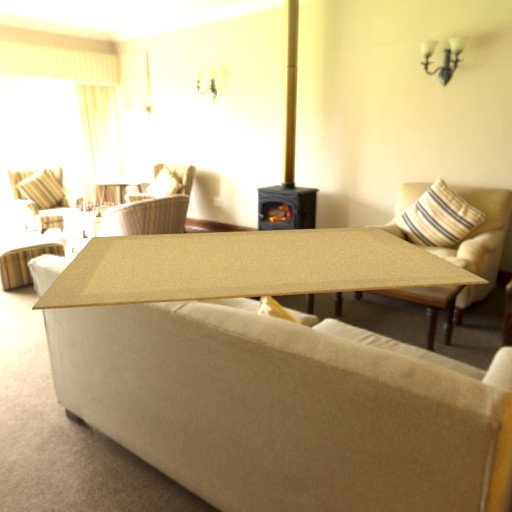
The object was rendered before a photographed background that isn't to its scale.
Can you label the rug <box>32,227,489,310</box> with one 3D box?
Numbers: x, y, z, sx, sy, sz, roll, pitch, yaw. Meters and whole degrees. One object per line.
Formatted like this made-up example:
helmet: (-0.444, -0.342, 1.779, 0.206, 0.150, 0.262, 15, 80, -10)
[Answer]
rug: (0.000, 0.000, 3.048, 2.438, 0.014, 1.524, -3, 16, -9)
